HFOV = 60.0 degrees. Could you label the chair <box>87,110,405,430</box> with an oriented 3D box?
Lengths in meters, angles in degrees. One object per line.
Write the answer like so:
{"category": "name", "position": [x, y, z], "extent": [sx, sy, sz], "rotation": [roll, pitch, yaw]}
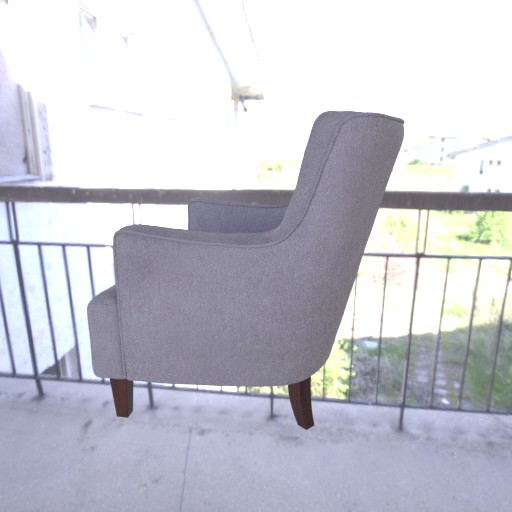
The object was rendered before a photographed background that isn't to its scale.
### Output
{"category": "chair", "position": [0.000, 0.000, 1.544], "extent": [0.910, 0.919, 0.781], "rotation": [2, 15, 9]}
